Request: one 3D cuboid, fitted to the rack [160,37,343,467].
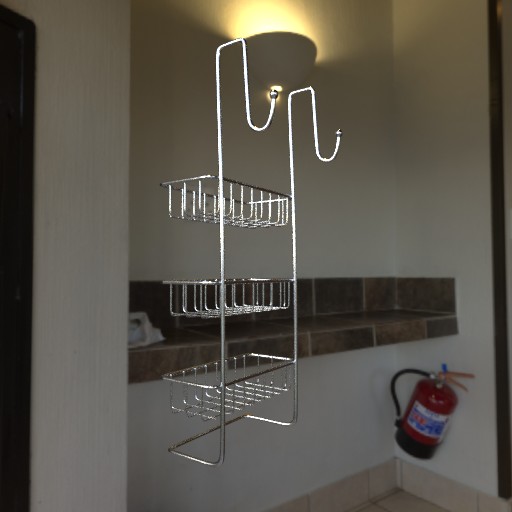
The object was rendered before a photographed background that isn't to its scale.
[{"bbox_3d":[0.000,0.000,0.683,0.202,0.574,0.228,-1,-2,35],"label":"rack"}]
